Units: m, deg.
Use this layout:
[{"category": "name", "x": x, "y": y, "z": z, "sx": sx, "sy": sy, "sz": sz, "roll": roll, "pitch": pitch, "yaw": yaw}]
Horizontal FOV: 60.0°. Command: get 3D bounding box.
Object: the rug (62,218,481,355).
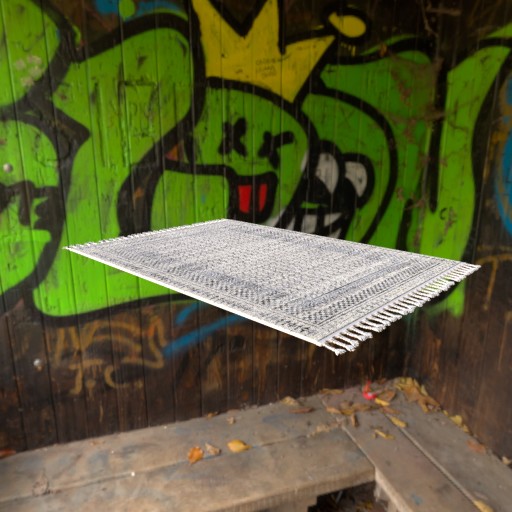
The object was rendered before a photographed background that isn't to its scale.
[{"category": "rug", "x": 0.000, "y": 0.000, "z": 2.323, "sx": 1.872, "sy": 0.013, "sz": 1.243, "roll": 14, "pitch": 21, "yaw": 42}]
